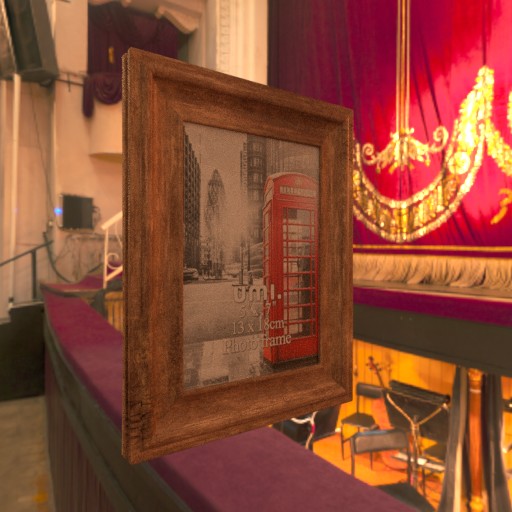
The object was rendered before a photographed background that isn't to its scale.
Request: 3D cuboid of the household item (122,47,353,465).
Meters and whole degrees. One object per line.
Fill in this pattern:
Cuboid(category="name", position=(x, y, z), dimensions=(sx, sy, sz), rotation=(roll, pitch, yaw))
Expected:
Cuboid(category="household item", position=(0.000, 0.000, 0.311), dimensions=(0.186, 0.237, 0.018), rotation=(0, 0, -36))
